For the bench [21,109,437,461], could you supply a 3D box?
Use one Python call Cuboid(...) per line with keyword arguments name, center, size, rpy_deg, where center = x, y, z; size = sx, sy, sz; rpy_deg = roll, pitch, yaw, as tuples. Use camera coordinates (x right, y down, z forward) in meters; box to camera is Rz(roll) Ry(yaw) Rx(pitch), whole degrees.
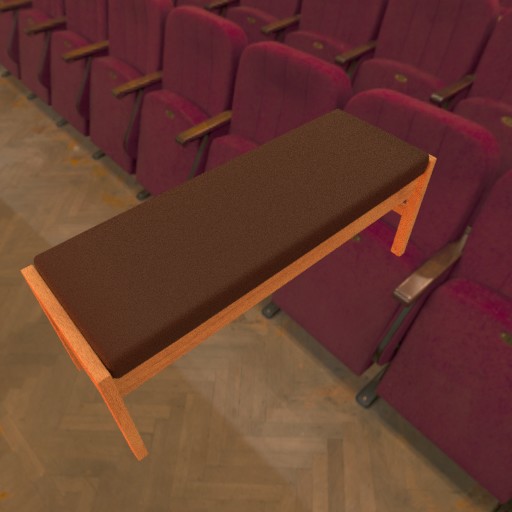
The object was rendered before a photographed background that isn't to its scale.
Cuboid(name="bench", center=(0.000, 0.000, 1.415), size=(1.200, 0.480, 0.405), rpy_deg=(-32, 54, -27))
